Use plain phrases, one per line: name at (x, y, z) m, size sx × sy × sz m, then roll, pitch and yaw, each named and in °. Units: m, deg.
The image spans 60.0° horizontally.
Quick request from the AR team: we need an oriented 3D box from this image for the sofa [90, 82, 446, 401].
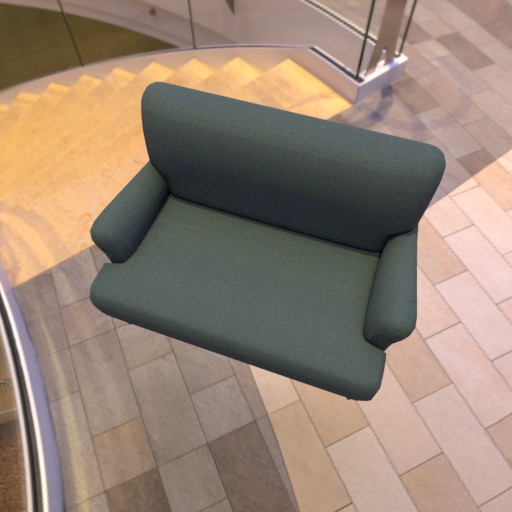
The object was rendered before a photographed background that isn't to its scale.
sofa at (0.000, 0.000, 1.833) m, size 1.297 × 0.889 × 0.779 m, roll 17°, pitch 59°, yaw 10°
